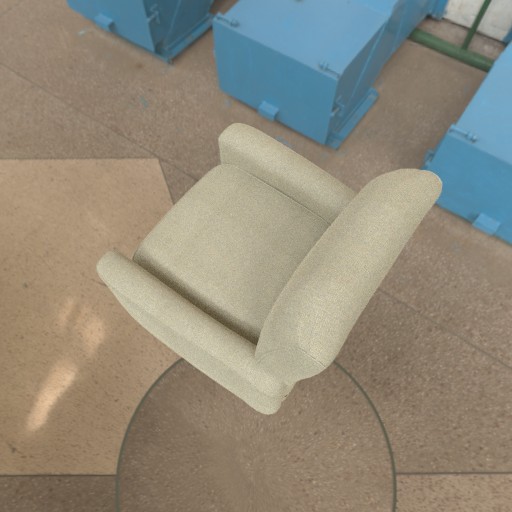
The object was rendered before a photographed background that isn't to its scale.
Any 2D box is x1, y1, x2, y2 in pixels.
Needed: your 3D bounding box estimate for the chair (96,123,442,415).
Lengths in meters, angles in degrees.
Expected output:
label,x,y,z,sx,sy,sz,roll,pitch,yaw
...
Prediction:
label,x,y,z,sx,sy,sz,roll,pitch,yaw
chair,0.000,0.000,1.630,0.853,1.006,0.850,33,69,15
